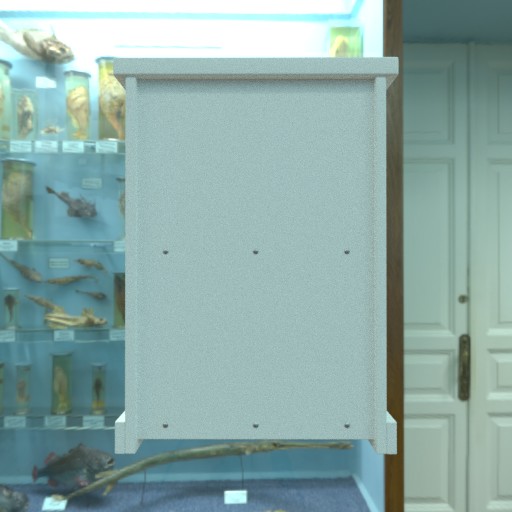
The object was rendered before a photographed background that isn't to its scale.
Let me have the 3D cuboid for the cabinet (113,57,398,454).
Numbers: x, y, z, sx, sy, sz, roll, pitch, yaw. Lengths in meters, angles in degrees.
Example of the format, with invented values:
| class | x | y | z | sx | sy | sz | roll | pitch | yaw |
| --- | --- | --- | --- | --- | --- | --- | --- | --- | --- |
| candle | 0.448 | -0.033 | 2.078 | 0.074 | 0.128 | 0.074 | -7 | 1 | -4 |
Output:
| class | x | y | z | sx | sy | sz | roll | pitch | yaw |
| --- | --- | --- | --- | --- | --- | --- | --- | --- | --- |
| cabinet | 0.000 | 0.000 | 1.018 | 0.520 | 0.723 | 0.431 | 0 | 0 | 0 |
